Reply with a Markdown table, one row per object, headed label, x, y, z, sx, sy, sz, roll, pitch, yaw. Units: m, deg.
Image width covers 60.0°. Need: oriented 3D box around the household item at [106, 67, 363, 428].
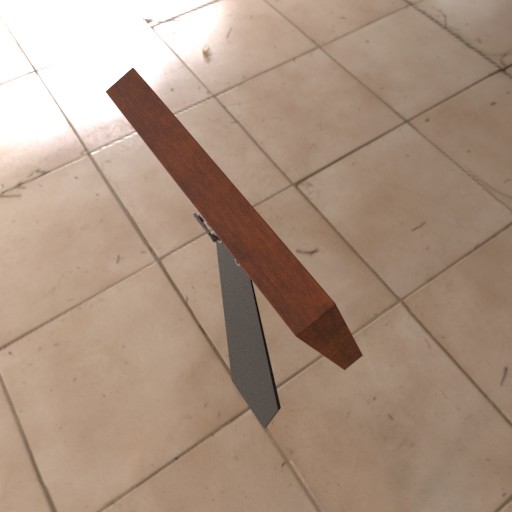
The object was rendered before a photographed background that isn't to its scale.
| label | x | y | z | sx | sy | sz | roll | pitch | yaw |
| --- | --- | --- | --- | --- | --- | --- | --- | --- | --- |
| household item | 0.000 | 0.000 | 0.289 | 0.096 | 0.204 | 0.160 | -32 | 65 | -16 |
